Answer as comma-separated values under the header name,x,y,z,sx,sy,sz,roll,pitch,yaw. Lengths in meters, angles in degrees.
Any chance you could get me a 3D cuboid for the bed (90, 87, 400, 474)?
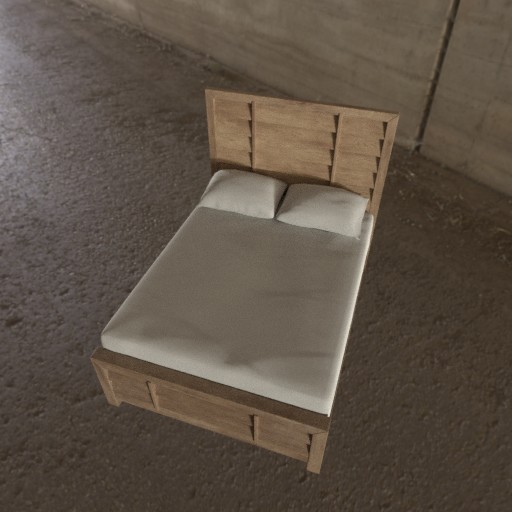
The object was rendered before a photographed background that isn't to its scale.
name,x,y,z,sx,sy,sz,roll,pitch,yaw
bed,0.000,0.000,3.401,1.626,1.626,2.197,13,43,14
